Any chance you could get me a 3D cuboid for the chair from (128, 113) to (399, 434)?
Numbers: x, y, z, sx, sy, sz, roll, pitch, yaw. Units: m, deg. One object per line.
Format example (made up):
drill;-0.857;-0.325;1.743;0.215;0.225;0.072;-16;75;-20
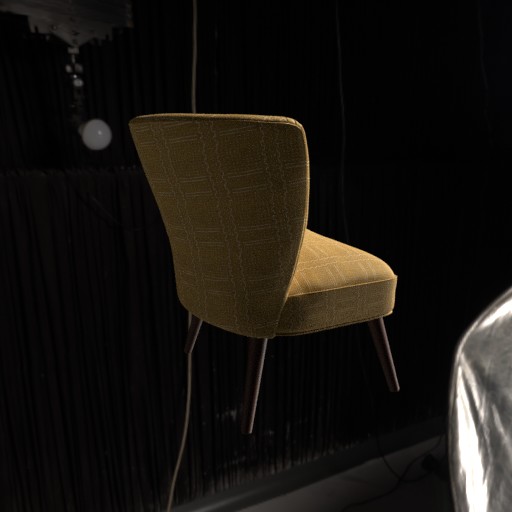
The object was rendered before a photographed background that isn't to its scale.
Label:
chair;0.000;0.000;1.461;0.758;0.866;0.706;-7;16;-25
